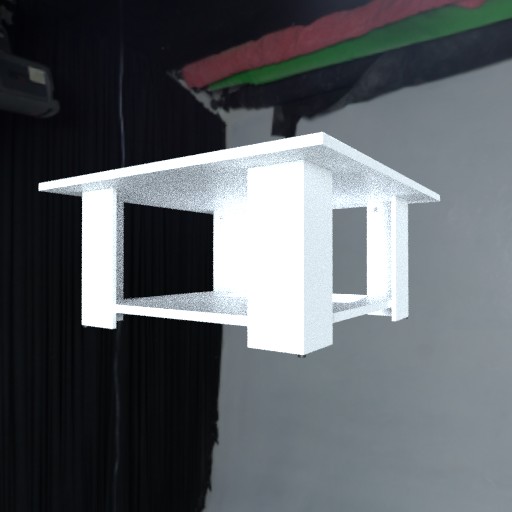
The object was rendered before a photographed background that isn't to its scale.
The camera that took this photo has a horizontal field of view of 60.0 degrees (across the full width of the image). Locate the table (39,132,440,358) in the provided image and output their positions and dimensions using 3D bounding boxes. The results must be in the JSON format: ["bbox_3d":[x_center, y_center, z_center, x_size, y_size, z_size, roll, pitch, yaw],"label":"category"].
[{"bbox_3d":[0.000,0.000,1.035,0.670,0.305,0.670,0,-1,35],"label":"table"}]
